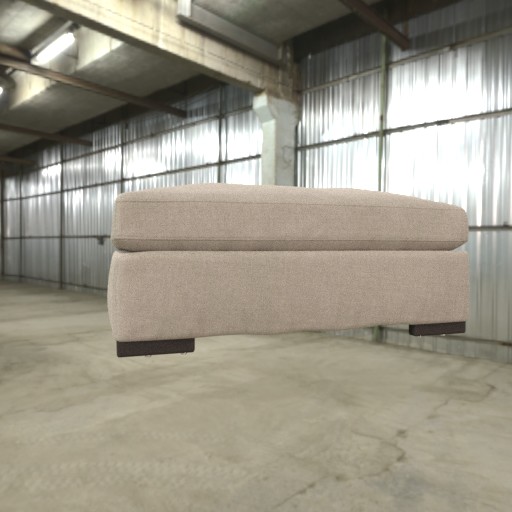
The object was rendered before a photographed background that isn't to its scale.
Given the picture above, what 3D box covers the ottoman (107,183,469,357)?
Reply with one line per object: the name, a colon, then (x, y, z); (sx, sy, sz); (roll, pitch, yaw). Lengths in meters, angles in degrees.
ottoman: (0.000, 0.000, 1.855); (1.171, 0.517, 1.203); (0, 1, -18)
